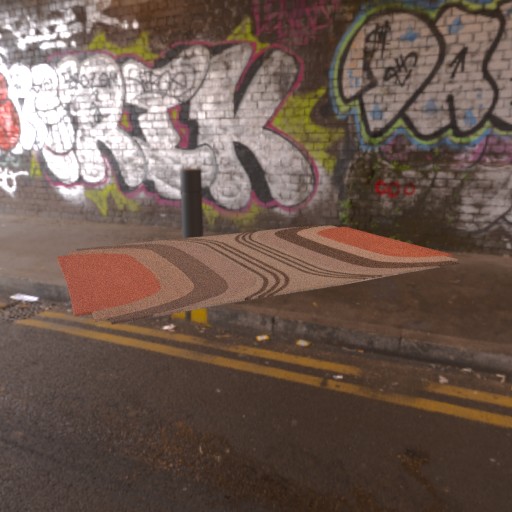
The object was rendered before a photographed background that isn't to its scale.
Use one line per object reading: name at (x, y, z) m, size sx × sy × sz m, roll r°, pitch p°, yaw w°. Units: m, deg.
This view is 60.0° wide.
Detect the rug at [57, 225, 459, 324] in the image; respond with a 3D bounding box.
rug at (0.000, 0.000, 3.042) m, size 2.446 × 0.017 × 1.530 m, roll -7°, pitch 16°, yaw -26°
